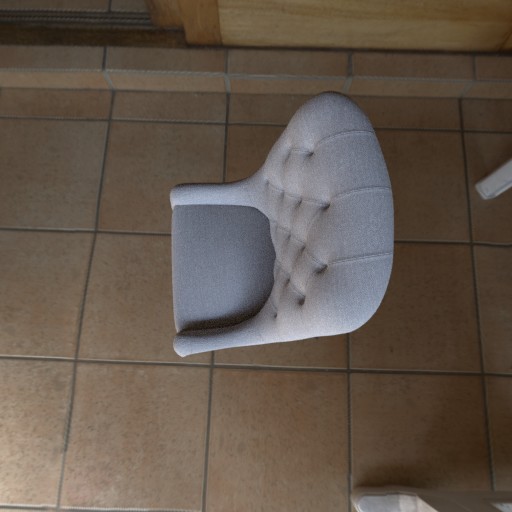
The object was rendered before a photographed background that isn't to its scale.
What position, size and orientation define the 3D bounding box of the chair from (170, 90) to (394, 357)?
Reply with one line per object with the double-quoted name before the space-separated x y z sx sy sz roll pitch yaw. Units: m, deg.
"chair" 0.000 0.000 1.522 0.629 1.091 0.634 -4 76 -1
